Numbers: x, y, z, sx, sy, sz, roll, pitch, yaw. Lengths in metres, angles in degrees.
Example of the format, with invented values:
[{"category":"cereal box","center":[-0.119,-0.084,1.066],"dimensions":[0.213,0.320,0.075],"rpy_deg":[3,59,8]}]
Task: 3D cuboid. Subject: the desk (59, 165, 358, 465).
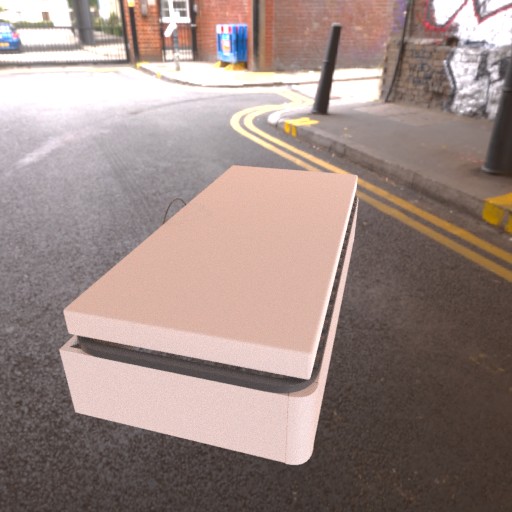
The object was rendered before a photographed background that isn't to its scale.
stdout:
[{"category":"desk","center":[0.000,0.000,2.273],"dimensions":[0.900,0.526,1.900],"rpy_deg":[7,28,14]}]
